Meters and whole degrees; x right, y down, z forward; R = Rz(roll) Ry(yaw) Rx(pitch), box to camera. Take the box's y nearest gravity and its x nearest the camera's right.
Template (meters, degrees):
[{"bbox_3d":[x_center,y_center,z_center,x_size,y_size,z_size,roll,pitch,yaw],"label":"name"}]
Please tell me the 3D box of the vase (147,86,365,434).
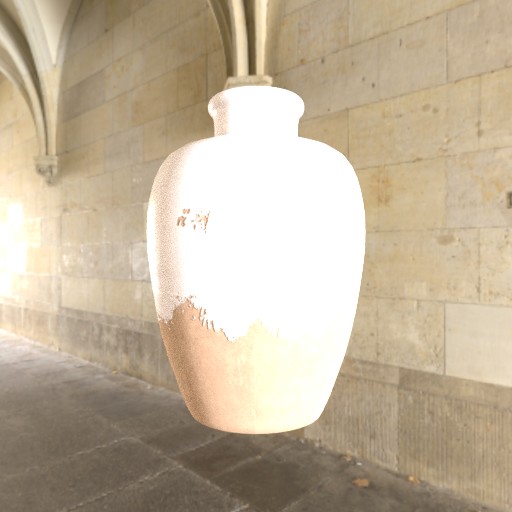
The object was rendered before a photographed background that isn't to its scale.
[{"bbox_3d":[0.000,0.000,0.330,0.158,0.228,0.158,0,0,0],"label":"vase"}]
